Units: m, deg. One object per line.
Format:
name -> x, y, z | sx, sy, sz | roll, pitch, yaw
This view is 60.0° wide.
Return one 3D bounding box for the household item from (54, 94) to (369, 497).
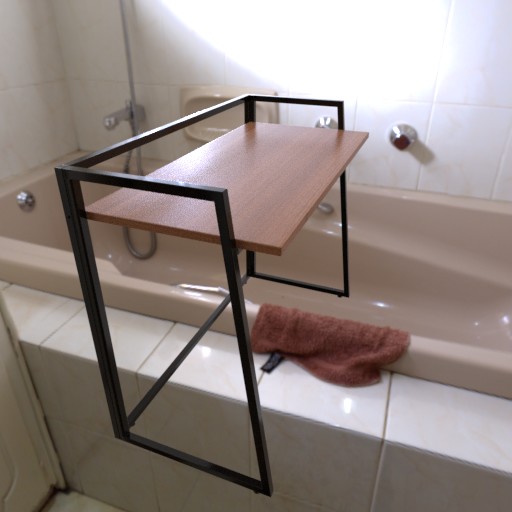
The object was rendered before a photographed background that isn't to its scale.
household item -> 0.000, 0.000, 1.494 | 0.510, 0.860, 1.050 | 11, 31, 19
